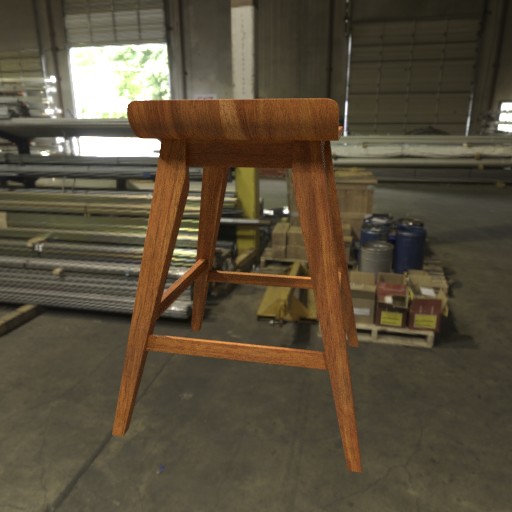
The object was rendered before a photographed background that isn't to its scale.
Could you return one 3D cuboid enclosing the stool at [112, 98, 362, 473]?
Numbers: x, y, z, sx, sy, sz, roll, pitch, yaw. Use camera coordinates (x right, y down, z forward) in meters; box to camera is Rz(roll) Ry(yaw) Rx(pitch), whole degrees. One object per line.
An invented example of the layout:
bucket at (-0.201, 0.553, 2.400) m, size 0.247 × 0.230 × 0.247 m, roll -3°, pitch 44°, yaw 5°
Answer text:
stool at (0.000, 0.000, 0.999) m, size 0.500 × 0.650 × 0.500 m, roll 4°, pitch 18°, yaw 11°
